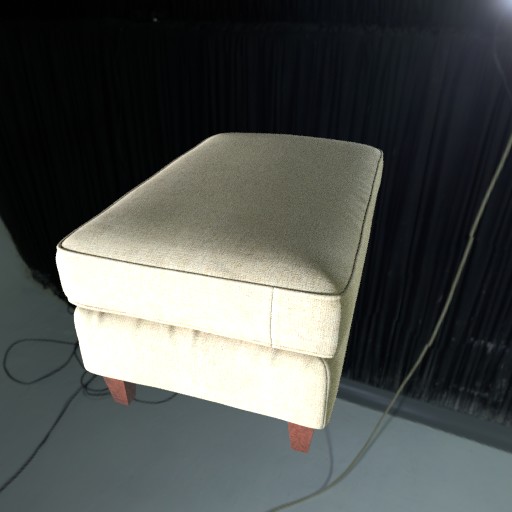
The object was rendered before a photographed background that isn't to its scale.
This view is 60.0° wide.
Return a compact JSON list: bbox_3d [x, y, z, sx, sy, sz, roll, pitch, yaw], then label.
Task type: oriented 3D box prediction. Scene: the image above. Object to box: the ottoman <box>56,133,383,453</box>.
[{"bbox_3d":[0.000,0.000,1.217,0.583,0.484,0.862,9,32,15],"label":"ottoman"}]
